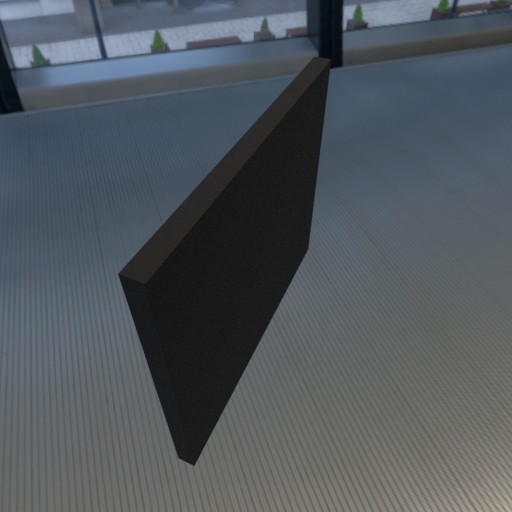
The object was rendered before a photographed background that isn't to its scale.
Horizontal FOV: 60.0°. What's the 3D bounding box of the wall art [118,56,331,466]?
[{"bbox_3d":[0.000,0.000,0.749,0.031,0.457,0.558,18,48,17],"label":"wall art"}]
